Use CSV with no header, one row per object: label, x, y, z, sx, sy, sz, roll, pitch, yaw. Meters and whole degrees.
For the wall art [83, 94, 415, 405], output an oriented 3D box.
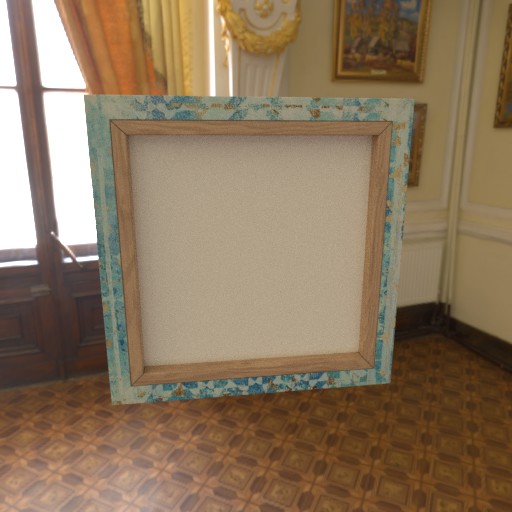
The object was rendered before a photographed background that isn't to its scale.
wall art,0.000,0.000,0.902,0.609,0.609,0.040,-2,15,-8
